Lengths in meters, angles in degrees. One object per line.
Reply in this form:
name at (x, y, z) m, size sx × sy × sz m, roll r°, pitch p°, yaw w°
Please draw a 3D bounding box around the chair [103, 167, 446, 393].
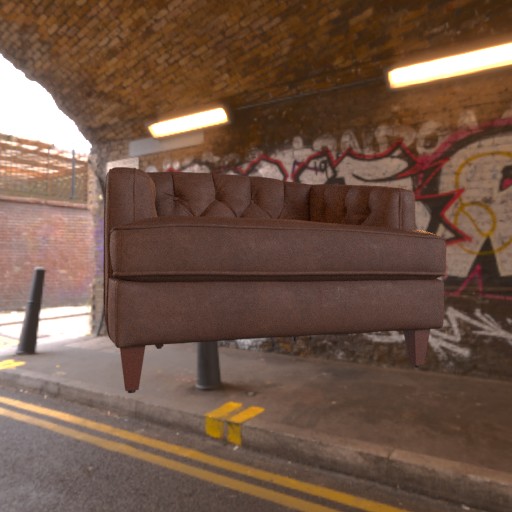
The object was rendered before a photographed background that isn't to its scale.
chair at (0.000, 0.000, 1.717) m, size 1.118 × 0.787 × 0.914 m, roll 1°, pitch -2°, yaw -19°
